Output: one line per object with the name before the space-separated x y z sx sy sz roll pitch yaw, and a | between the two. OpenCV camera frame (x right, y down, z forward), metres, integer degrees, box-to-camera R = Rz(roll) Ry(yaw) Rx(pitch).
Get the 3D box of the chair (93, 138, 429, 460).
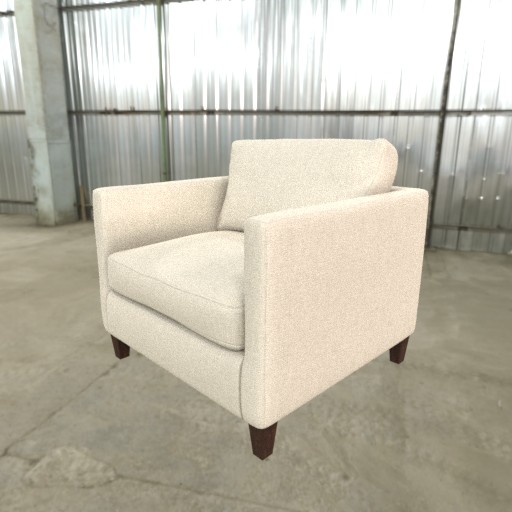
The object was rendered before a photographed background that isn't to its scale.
chair | 0.000 0.000 1.789 0.959 0.919 0.996 -15 21 -43
